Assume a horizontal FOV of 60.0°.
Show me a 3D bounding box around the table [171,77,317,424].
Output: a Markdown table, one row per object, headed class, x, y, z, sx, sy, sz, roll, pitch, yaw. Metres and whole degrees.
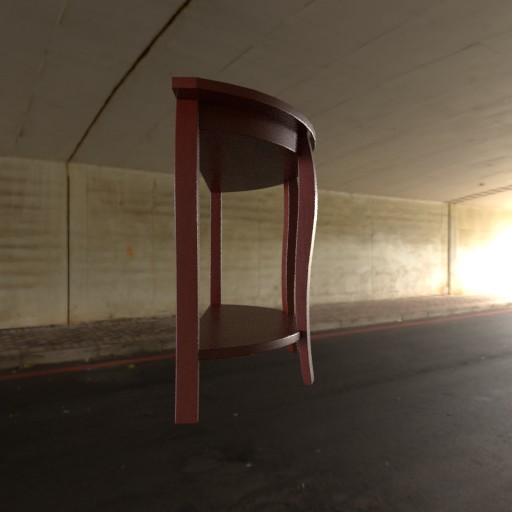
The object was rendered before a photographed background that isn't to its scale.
| class | x | y | z | sx | sy | sz | roll | pitch | yaw |
| --- | --- | --- | --- | --- | --- | --- | --- | --- | --- |
| table | 0.000 | 0.000 | 1.581 | 0.405 | 0.779 | 1.219 | 0 | 0 | -2 |
